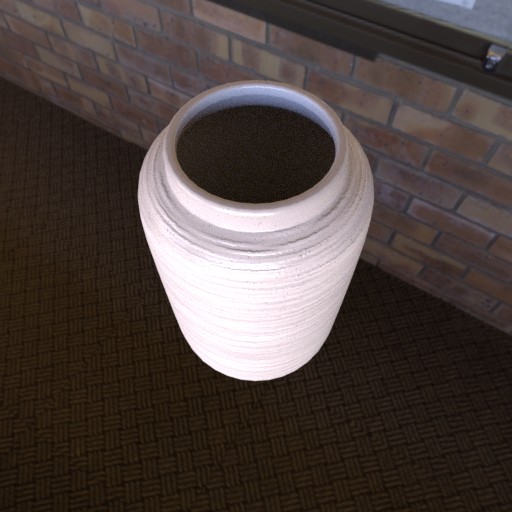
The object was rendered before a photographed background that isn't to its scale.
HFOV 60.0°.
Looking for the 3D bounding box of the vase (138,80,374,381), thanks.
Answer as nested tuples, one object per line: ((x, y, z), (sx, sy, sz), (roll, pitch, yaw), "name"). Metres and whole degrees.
((0.000, 0.000, 0.472), (0.202, 0.335, 0.202), (0, 59, 0), "vase")
